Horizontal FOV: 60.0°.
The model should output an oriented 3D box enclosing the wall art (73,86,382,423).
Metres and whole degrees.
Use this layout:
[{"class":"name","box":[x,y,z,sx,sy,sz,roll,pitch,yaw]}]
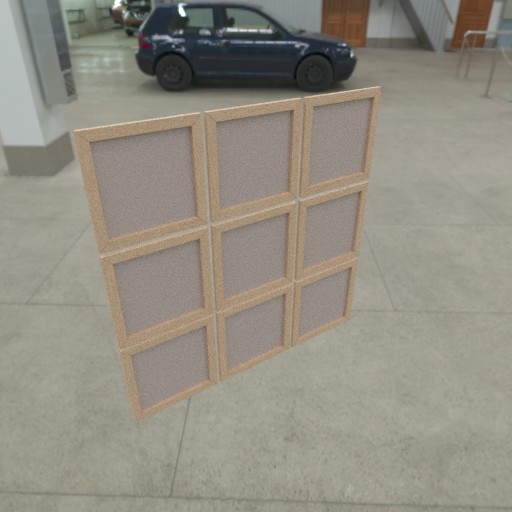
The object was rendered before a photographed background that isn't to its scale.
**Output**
[{"class":"wall art","box":[0.000,0.000,1.377,0.917,0.910,0.012,-19,36,-28]}]
